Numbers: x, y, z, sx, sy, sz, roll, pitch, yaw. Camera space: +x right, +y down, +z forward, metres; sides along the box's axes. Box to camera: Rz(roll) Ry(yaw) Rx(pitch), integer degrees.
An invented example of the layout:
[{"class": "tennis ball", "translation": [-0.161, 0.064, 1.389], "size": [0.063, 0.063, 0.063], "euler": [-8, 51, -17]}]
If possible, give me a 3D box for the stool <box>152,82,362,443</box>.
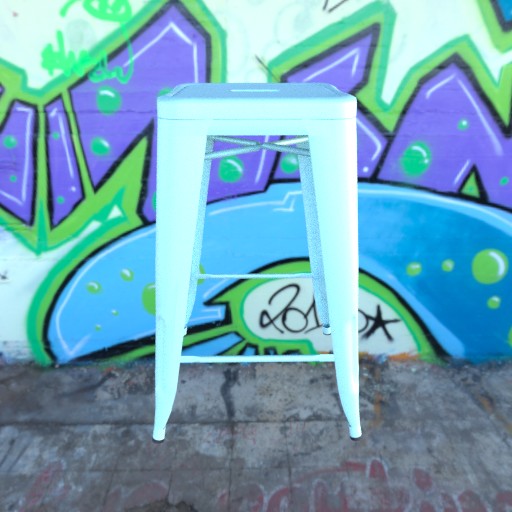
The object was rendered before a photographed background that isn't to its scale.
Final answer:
[{"class": "stool", "translation": [0.000, 0.000, 0.859], "size": [0.399, 0.609, 0.359], "euler": [-1, 26, -1]}]
